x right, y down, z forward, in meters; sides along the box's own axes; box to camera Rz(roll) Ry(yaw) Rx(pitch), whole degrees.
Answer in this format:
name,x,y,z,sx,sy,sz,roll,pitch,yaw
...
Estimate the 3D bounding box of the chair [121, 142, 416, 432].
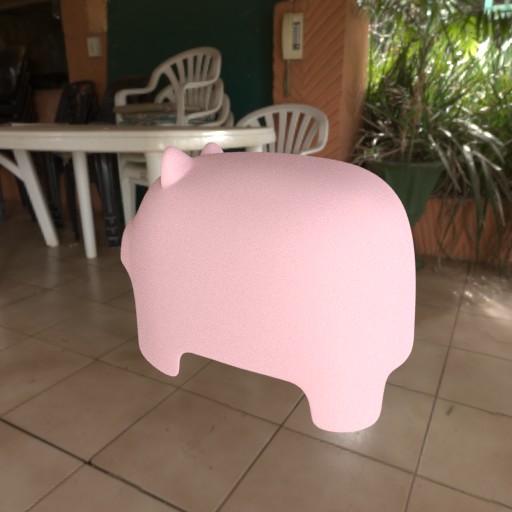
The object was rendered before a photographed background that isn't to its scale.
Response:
name,x,y,z,sx,sy,sz,roll,pitch,yaw
chair,0.000,0.000,0.879,0.619,0.423,0.364,9,20,26
